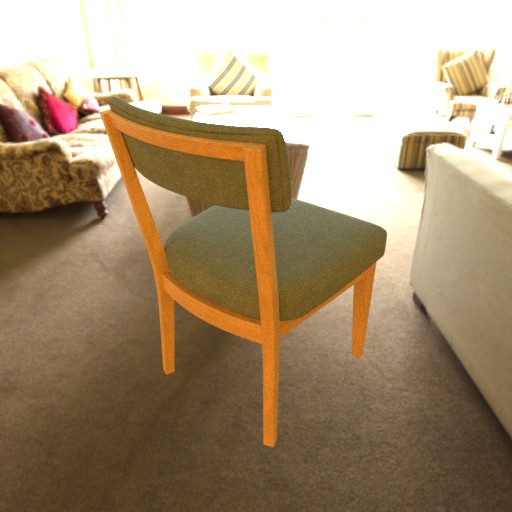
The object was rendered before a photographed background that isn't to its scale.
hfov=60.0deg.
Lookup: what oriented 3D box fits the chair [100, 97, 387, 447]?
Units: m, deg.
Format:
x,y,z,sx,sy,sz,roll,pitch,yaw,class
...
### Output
x,y,z,sx,sy,sz,roll,pitch,yaw,class
0.000,0.000,1.202,0.508,0.832,0.572,23,36,34,chair
